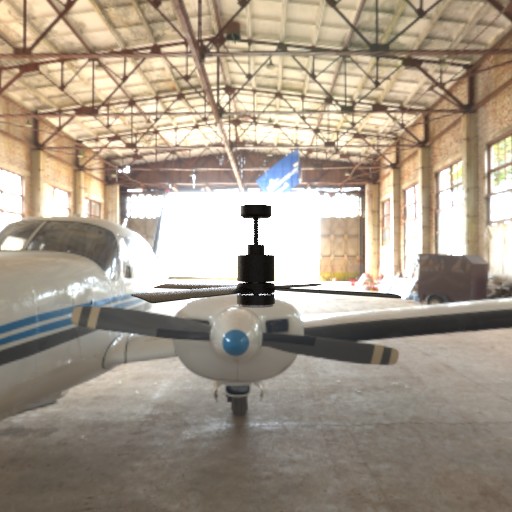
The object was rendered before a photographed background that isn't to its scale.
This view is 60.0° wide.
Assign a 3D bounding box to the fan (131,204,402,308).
[{"bbox_3d":[0.000,0.000,2.367,1.525,0.534,1.525,-1,-1,38],"label":"fan"}]
